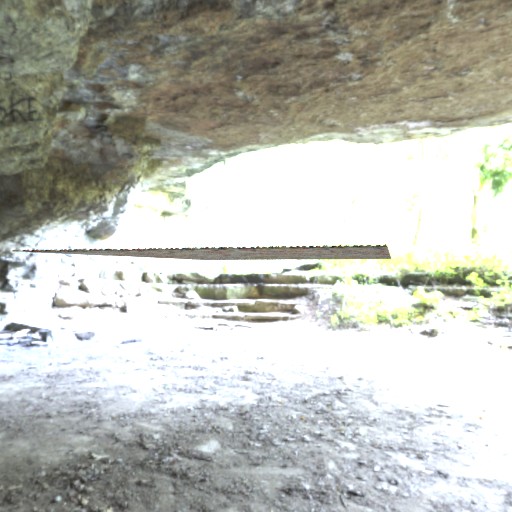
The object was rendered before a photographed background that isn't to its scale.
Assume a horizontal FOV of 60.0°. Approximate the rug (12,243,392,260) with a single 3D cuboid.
[{"bbox_3d":[0.000,0.000,4.194,2.439,0.015,3.274,-1,-2,17],"label":"rug"}]
